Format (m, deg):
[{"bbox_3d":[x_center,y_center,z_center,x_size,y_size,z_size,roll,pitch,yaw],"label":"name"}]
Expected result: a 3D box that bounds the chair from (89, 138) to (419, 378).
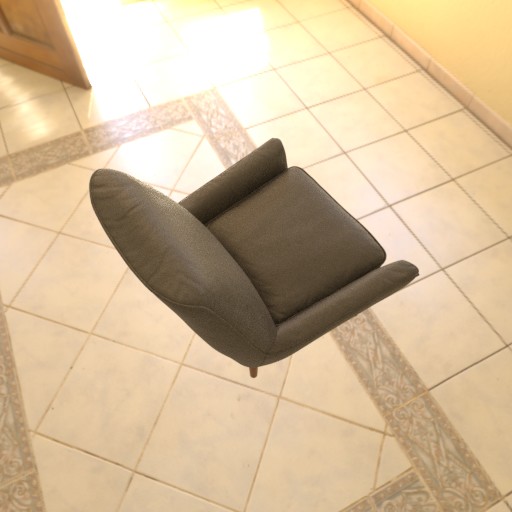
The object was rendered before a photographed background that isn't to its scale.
[{"bbox_3d":[0.000,0.000,1.534,0.822,0.888,0.787,-32,63,-18],"label":"chair"}]
